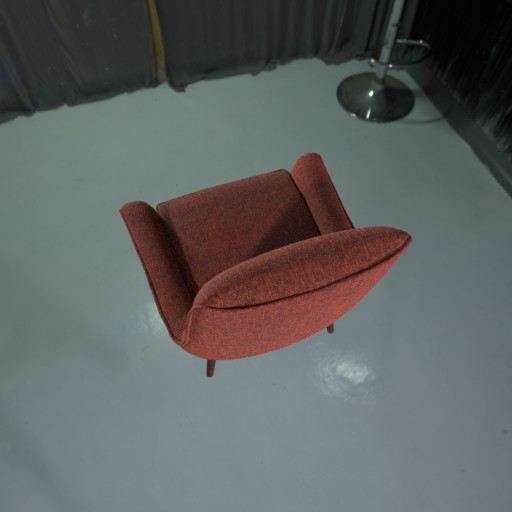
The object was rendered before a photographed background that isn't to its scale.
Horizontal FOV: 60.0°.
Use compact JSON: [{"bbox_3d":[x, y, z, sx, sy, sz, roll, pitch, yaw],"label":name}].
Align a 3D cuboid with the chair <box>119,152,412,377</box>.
[{"bbox_3d":[0.000,0.000,1.523,0.803,0.911,0.784,-17,59,-11],"label":"chair"}]
